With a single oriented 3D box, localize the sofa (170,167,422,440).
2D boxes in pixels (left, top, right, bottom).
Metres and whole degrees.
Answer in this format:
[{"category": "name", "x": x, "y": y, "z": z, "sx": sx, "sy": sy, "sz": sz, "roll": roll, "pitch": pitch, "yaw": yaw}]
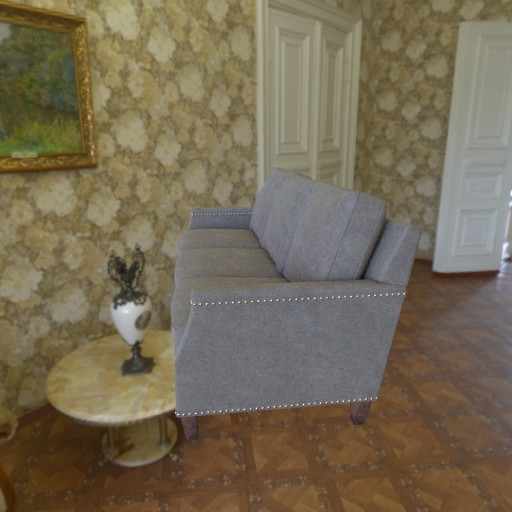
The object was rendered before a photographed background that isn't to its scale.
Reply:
[{"category": "sofa", "x": 0.000, "y": 0.000, "z": 2.839, "sx": 1.034, "sy": 1.042, "sz": 2.226, "roll": -2, "pitch": 15, "yaw": -8}]
